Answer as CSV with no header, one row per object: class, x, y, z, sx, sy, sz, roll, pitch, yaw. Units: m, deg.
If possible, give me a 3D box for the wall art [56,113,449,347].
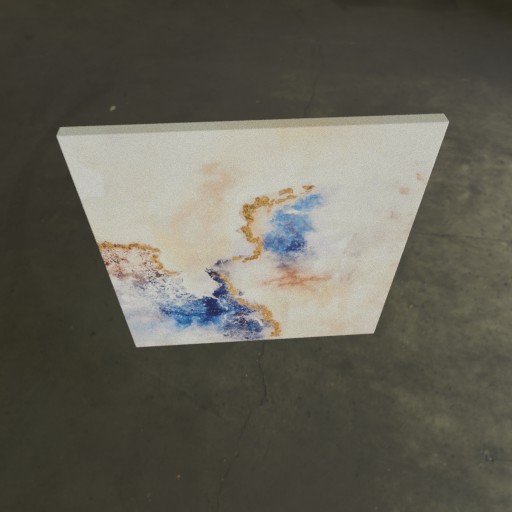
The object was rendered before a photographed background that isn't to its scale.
wall art,0.000,0.000,1.338,0.889,0.889,0.038,-3,47,-3
